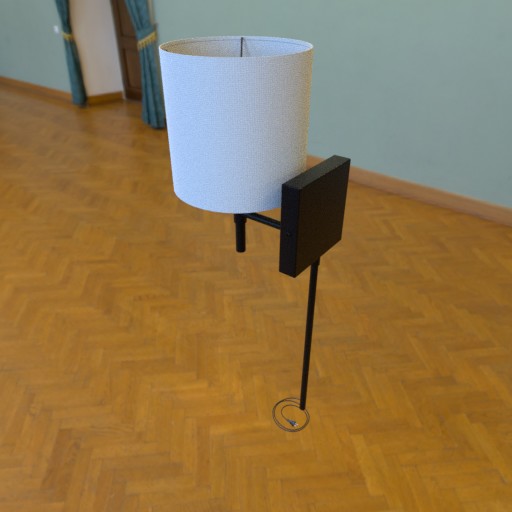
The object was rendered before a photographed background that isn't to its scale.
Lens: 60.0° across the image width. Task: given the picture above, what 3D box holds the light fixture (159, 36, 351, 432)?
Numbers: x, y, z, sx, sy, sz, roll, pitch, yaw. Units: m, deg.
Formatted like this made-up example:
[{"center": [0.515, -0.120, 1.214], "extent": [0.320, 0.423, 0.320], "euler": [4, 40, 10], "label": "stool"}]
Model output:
[{"center": [0.000, 0.000, 0.686], "extent": [0.248, 0.589, 0.188], "euler": [23, 39, 31], "label": "light fixture"}]
